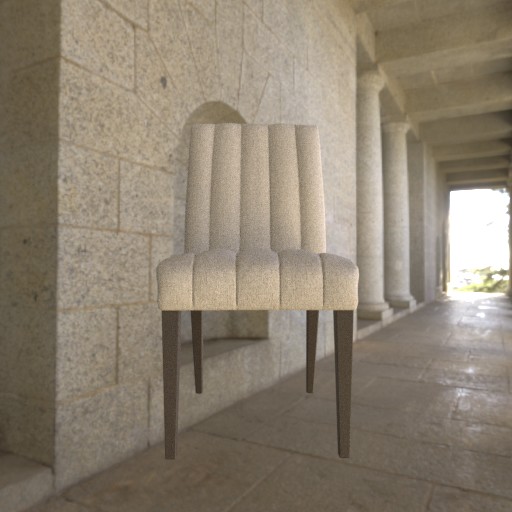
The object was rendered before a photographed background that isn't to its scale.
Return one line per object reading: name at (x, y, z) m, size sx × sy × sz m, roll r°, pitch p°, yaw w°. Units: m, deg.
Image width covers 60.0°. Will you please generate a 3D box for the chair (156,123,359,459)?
chair at (0.000, 0.000, 1.386) m, size 0.511 × 1.016 × 0.647 m, roll 0°, pitch -1°, yaw -1°
